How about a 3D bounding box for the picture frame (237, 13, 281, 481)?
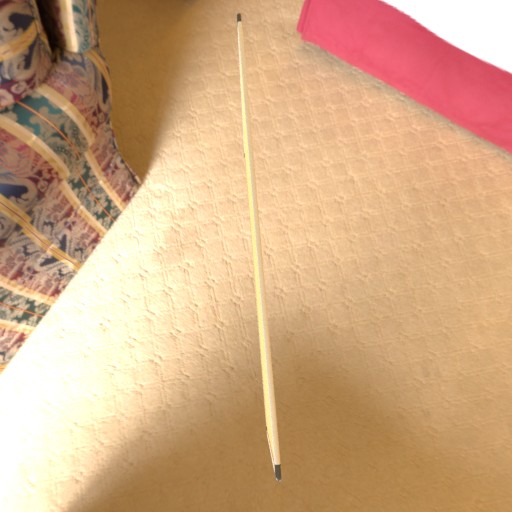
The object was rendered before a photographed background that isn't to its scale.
[{"bbox_3d":[0.000,0.000,1.097,0.010,0.600,0.900,-4,75,-1],"label":"picture frame"}]
